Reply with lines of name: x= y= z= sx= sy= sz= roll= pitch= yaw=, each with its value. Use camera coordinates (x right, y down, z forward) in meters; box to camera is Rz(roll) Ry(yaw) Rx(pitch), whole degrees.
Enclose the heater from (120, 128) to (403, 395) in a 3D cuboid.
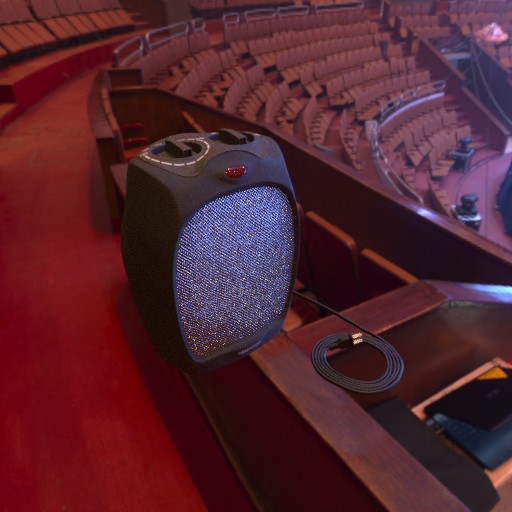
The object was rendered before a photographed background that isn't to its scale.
heater: x=0.000 y=0.000 z=0.467 sx=0.239 sy=0.240 sz=0.291 roll=-22 pitch=37 yaw=-32
